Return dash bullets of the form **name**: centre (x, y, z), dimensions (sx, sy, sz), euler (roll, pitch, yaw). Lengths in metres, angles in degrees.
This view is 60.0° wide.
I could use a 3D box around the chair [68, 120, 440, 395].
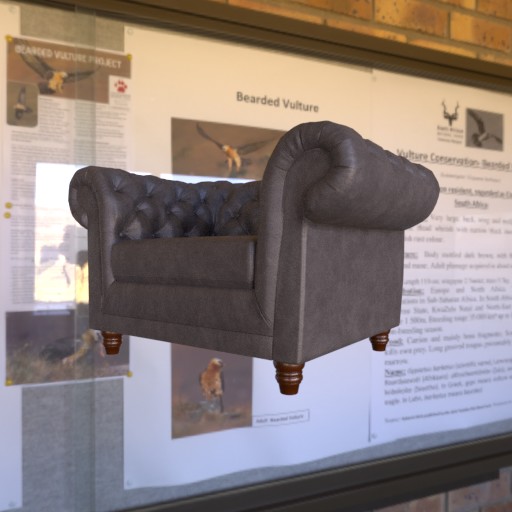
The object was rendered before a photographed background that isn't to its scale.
- **chair**: centre (0.000, 0.000, 1.839), dimensions (1.298, 0.780, 0.943), euler (0, 1, 37)
